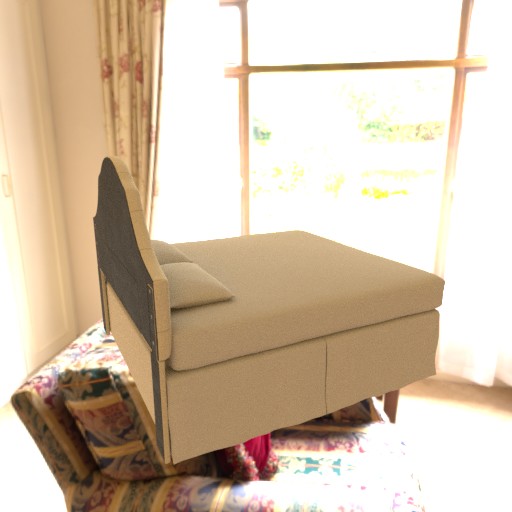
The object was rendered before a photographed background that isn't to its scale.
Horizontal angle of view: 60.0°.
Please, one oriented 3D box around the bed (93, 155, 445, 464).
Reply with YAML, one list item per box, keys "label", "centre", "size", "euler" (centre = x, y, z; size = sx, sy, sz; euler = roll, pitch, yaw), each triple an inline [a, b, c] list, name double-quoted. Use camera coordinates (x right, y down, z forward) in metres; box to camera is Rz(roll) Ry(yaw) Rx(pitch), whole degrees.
- label: "bed"
  centre: [0.000, 0.000, 3.424]
  size: [2.086, 1.555, 2.012]
  euler: [-8, 17, -27]
